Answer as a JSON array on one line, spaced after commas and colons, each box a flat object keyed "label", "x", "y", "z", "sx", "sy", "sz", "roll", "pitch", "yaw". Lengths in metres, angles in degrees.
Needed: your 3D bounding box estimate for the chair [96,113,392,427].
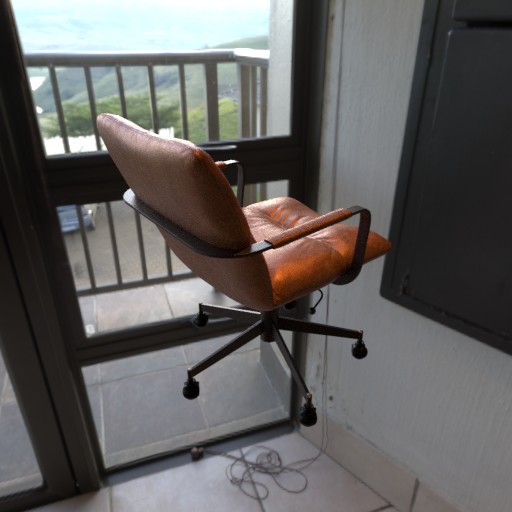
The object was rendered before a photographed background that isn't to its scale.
[{"label": "chair", "x": 0.000, "y": 0.000, "z": 1.473, "sx": 0.754, "sy": 0.922, "sz": 0.727, "roll": -19, "pitch": 33, "yaw": -33}]
